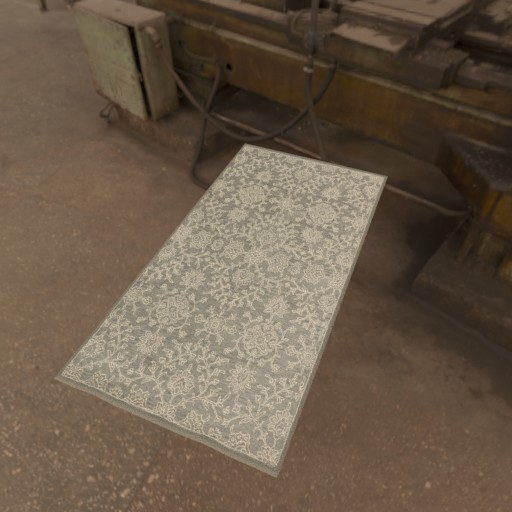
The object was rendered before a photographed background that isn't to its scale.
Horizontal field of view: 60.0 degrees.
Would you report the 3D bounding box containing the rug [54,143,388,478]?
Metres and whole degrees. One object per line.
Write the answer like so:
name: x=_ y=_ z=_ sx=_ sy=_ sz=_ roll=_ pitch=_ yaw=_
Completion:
rug: x=0.000 y=0.000 z=3.631 sx=1.546 sy=0.011 sz=3.048 roll=17 pitch=48 yaw=16
